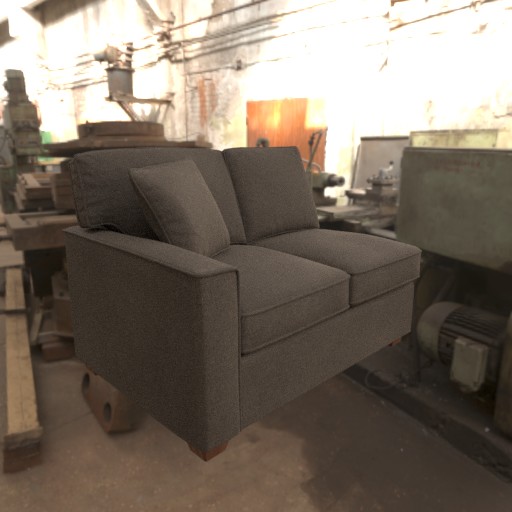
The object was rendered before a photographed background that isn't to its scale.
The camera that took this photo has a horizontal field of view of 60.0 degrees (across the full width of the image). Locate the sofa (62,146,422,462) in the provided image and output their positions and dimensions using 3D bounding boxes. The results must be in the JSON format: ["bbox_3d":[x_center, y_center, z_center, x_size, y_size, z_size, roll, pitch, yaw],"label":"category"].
[{"bbox_3d":[0.000,0.000,2.047,1.388,0.989,0.991,-13,19,-43],"label":"sofa"}]
